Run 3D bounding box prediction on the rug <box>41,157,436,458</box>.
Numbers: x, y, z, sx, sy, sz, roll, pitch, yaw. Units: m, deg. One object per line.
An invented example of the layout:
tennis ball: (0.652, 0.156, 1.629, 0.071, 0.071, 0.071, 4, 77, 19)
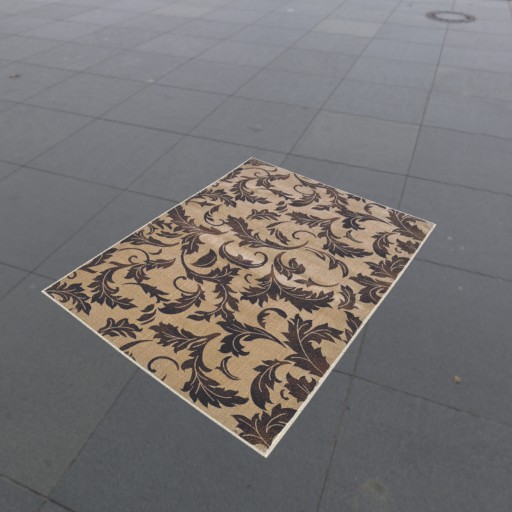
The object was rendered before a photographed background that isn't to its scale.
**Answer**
rug: (0.000, 0.000, 4.129, 2.380, 0.008, 2.977, 26, 47, 27)
